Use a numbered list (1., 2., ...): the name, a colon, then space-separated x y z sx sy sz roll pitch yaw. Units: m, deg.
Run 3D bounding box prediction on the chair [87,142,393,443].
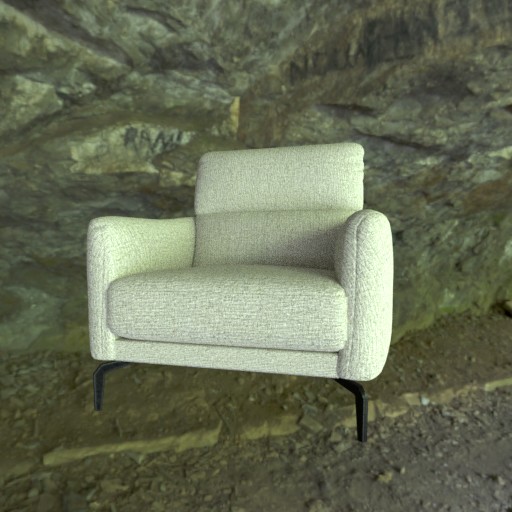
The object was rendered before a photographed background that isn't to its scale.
1. chair: 0.000 0.000 1.644 0.972 0.967 0.835 0 0 16
